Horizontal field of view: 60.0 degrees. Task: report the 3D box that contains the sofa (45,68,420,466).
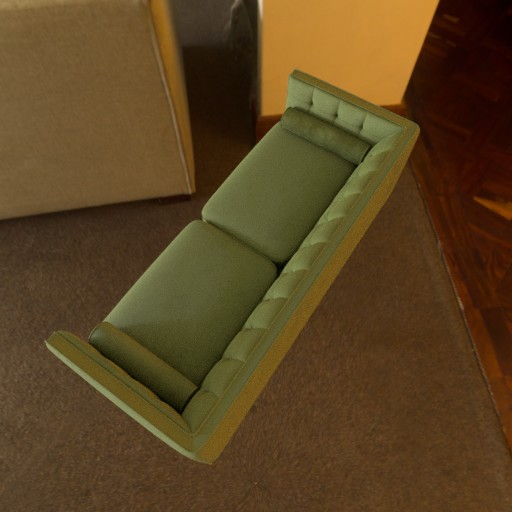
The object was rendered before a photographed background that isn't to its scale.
[{"bbox_3d":[0.000,0.000,2.527,0.867,0.789,2.087,31,67,15],"label":"sofa"}]
